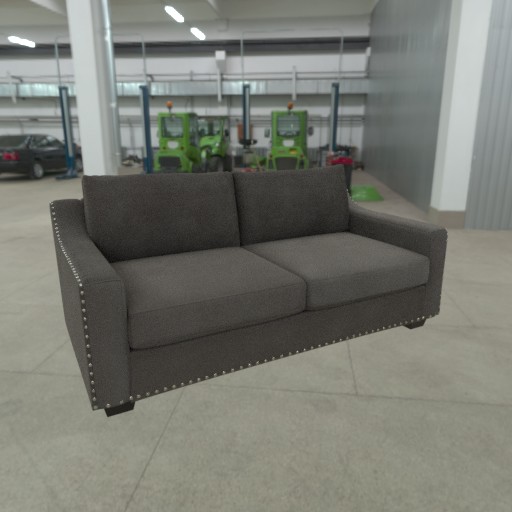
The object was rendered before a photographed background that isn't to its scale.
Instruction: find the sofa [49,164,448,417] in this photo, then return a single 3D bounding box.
[{"bbox_3d":[0.000,0.000,3.208,2.550,1.196,1.336,-8,18,-28],"label":"sofa"}]
